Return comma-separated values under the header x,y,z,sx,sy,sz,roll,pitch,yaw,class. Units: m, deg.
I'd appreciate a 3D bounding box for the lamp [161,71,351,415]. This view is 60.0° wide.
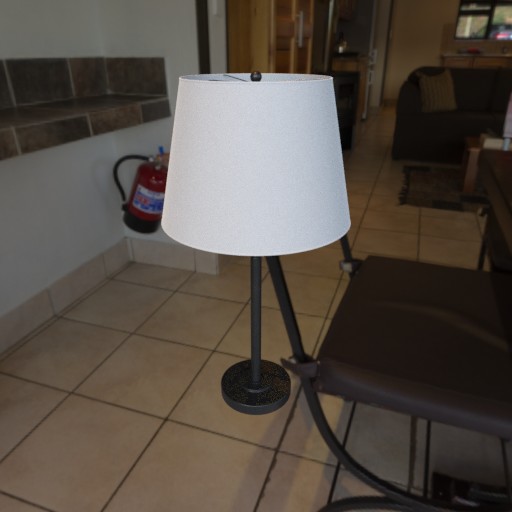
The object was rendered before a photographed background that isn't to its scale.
x,y,z,sx,sy,sz,roll,pitch,yaw,class
0.000,0.000,0.901,0.363,0.696,0.363,0,25,0,lamp
